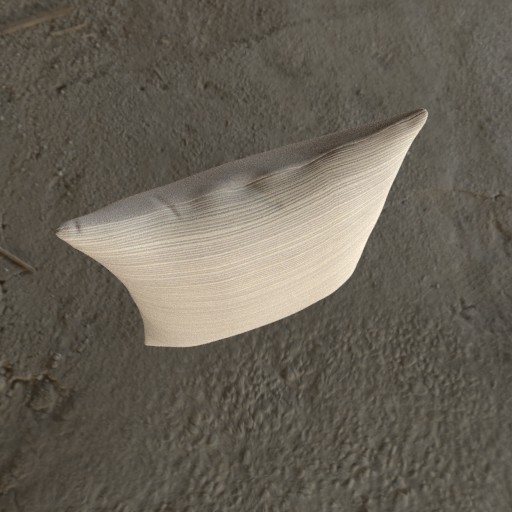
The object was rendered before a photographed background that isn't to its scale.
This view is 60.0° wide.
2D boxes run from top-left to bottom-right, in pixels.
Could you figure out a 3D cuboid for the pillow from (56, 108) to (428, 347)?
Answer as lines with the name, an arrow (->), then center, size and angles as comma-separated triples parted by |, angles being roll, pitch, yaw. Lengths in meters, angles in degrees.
pillow -> 0.000, 0.000, 0.779 | 0.512, 0.497, 0.204 | -20, 65, -10
